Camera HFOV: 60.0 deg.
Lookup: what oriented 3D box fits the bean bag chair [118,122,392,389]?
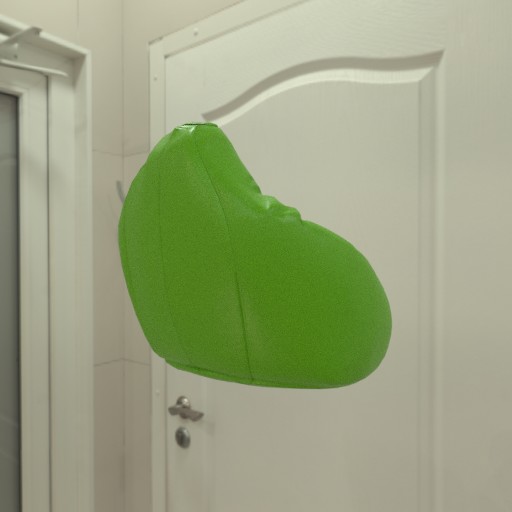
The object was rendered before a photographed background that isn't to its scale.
[{"bbox_3d":[0.000,0.000,1.925,1.070,0.990,1.070,1,1,38],"label":"bean bag chair"}]
